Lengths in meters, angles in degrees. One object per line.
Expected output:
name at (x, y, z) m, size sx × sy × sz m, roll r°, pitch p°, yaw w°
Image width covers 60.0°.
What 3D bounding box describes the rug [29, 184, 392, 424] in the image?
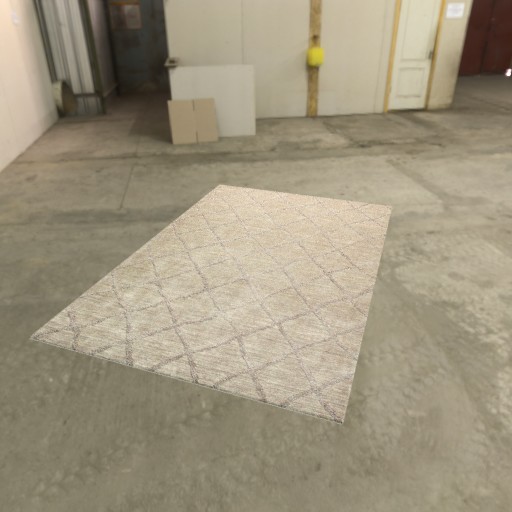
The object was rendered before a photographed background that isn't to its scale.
rug at (0.000, 0.000, 2.864) m, size 1.521 × 0.015 × 2.280 m, roll 10°, pitch 30°, yaw 17°
